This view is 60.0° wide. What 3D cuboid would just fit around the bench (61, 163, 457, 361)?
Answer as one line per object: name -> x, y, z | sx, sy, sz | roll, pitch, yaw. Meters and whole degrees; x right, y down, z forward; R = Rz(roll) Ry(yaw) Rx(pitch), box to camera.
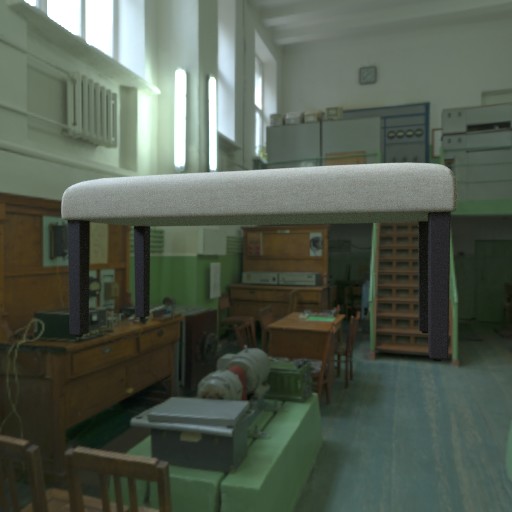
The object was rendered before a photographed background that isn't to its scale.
bench -> 0.000, 0.000, 1.281 | 1.013, 0.456, 0.407 | 0, 1, 17
